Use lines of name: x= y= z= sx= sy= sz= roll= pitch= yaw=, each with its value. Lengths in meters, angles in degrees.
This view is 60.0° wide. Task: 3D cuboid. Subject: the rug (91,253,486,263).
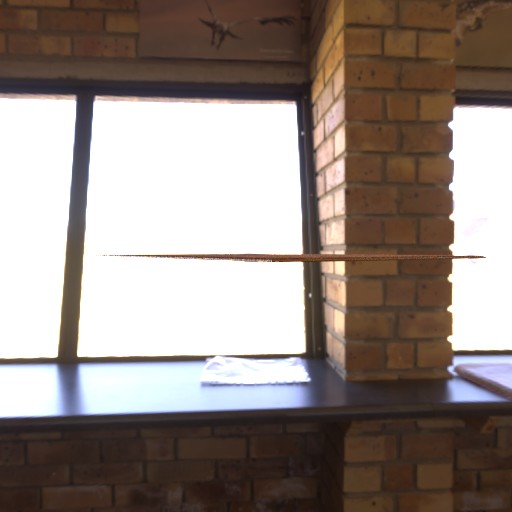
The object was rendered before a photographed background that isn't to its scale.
rug: x=0.000 y=0.000 z=2.255 sx=1.148 sy=0.013 sz=1.758 roll=0 pitch=1 yaw=-36
